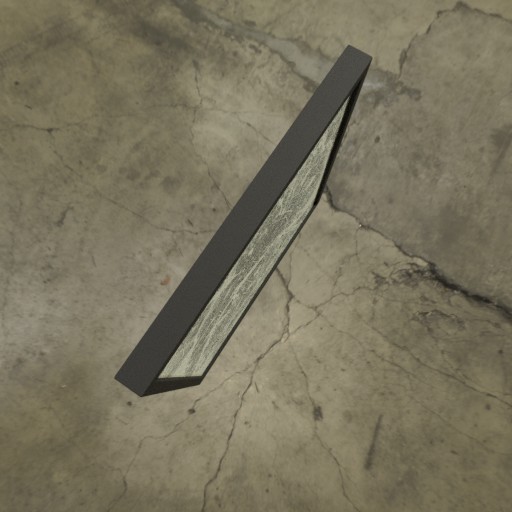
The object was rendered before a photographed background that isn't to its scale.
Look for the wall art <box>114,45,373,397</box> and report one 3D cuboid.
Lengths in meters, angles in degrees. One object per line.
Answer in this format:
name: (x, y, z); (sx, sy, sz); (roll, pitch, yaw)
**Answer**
wall art: (0.000, 0.000, 0.774); (0.037, 0.508, 0.508); (32, 78, 8)
